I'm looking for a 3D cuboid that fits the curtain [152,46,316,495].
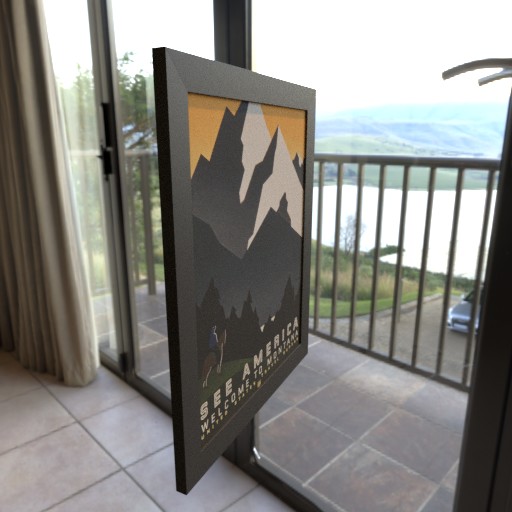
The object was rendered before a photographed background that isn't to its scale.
[{"bbox_3d":[0.000,0.000,0.767,0.027,0.585,0.483,7,17,26],"label":"curtain"}]
